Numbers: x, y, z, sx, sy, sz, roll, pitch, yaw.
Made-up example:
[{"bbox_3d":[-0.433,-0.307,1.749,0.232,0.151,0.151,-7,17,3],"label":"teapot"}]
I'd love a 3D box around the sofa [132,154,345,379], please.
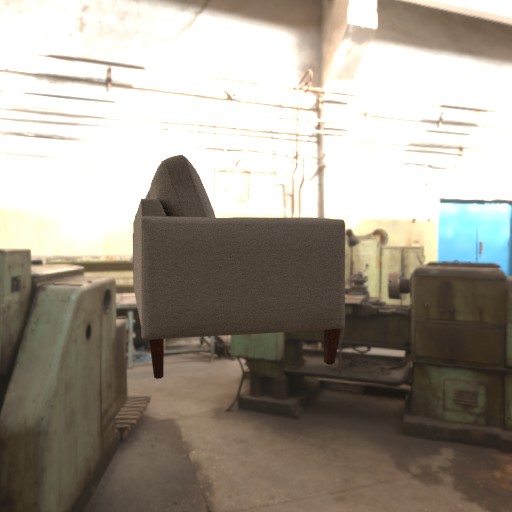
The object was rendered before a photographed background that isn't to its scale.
[{"bbox_3d":[0.000,0.000,2.860,1.506,0.875,2.178,0,1,-16],"label":"sofa"}]
